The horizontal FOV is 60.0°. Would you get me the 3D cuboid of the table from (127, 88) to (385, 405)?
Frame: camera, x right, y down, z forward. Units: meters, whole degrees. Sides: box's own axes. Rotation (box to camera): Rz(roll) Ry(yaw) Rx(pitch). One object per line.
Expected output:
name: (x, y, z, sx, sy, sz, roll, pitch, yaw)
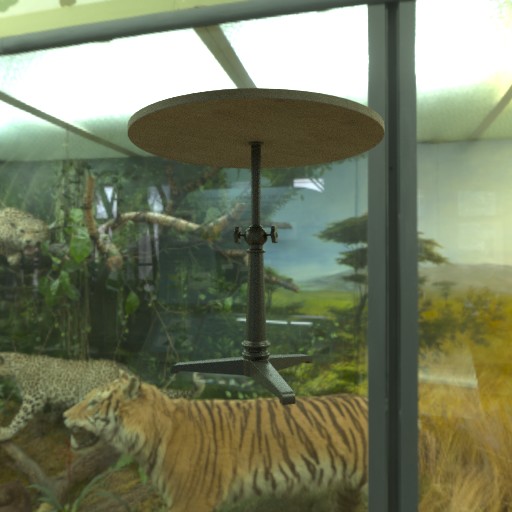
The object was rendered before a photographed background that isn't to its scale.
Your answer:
table: (0.000, 0.000, 1.432, 0.800, 0.780, 0.800, 0, -1, 0)
